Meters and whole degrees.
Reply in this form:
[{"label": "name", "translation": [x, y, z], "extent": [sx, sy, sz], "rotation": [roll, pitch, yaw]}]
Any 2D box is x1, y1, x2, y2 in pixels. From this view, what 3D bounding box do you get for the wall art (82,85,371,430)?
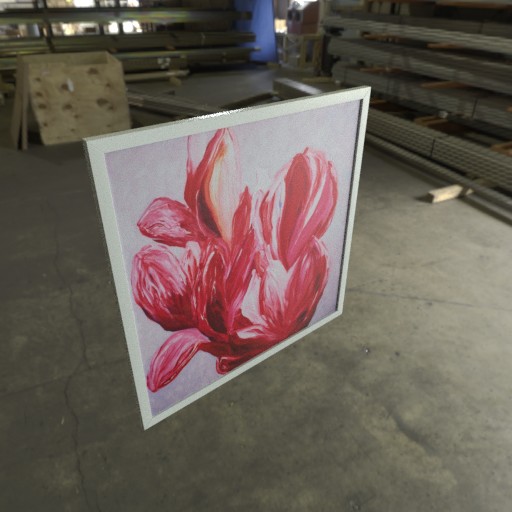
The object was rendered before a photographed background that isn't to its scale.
[{"label": "wall art", "translation": [0.000, 0.000, 1.231], "extent": [0.805, 0.803, 0.022], "rotation": [-23, 38, -32]}]
